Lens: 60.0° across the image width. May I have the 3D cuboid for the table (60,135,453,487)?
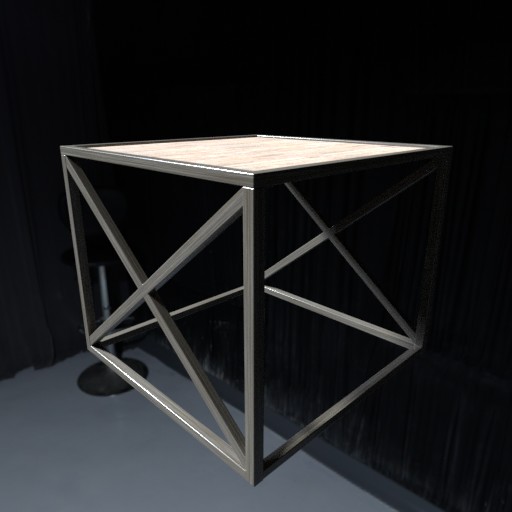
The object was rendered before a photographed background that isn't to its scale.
[{"bbox_3d":[0.000,0.000,1.051,0.609,0.507,0.611,-17,25,-42],"label":"table"}]
